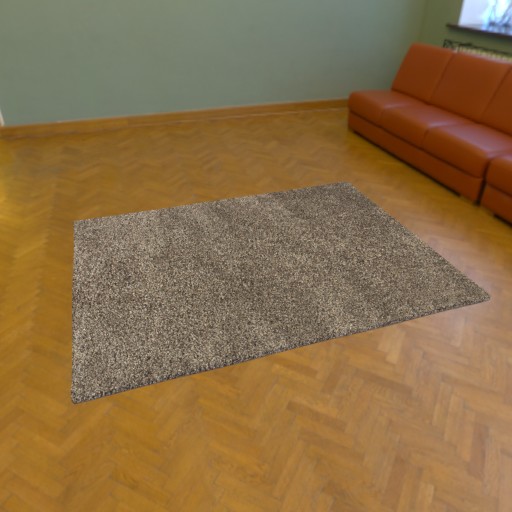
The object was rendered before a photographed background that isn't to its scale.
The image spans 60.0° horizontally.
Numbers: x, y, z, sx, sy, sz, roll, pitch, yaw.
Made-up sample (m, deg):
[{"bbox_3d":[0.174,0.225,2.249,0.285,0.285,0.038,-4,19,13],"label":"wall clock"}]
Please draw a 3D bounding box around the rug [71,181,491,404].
[{"bbox_3d":[0.000,0.000,2.047,1.601,0.025,1.198,-10,35,-16],"label":"rug"}]
